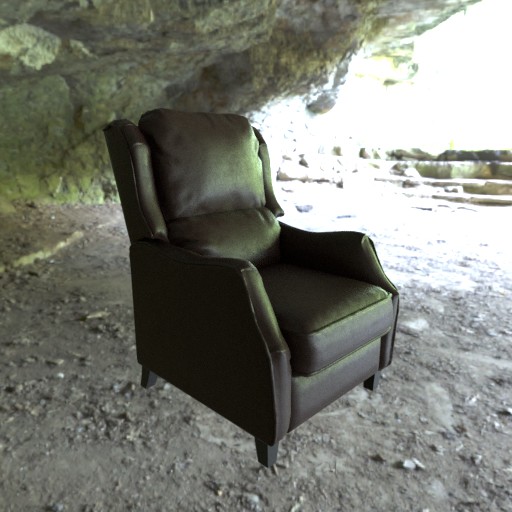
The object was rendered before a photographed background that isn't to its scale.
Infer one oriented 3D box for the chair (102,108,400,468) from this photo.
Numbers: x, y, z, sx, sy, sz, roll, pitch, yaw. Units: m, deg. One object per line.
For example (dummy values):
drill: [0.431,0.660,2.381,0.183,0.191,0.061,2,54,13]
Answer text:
chair: [0.000,0.000,1.763,0.982,1.132,0.770,14,19,43]
